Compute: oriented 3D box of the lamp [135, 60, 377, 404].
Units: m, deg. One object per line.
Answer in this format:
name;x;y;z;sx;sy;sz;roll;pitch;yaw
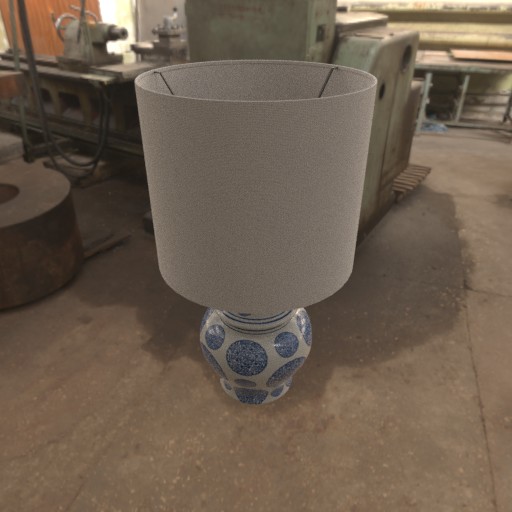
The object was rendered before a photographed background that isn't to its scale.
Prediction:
lamp;0.000;0.000;0.500;0.215;0.381;0.215;10;33;17
